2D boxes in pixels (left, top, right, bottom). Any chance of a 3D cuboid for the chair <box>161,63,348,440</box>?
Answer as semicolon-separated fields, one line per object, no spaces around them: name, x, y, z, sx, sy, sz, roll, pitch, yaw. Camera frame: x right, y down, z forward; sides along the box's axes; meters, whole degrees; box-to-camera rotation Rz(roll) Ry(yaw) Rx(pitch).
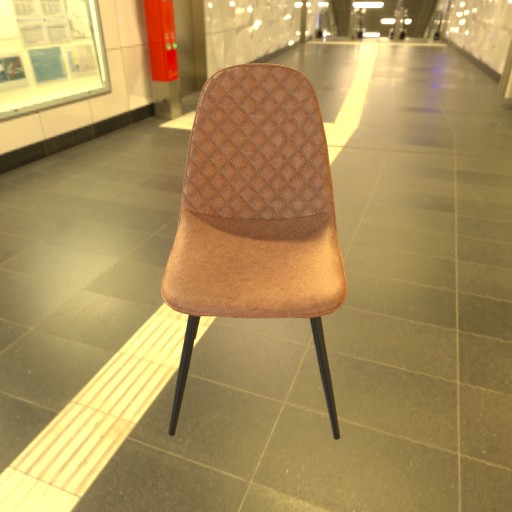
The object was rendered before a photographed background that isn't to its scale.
chair;0.000;0.000;1.184;0.472;0.889;0.561;1;30;1
